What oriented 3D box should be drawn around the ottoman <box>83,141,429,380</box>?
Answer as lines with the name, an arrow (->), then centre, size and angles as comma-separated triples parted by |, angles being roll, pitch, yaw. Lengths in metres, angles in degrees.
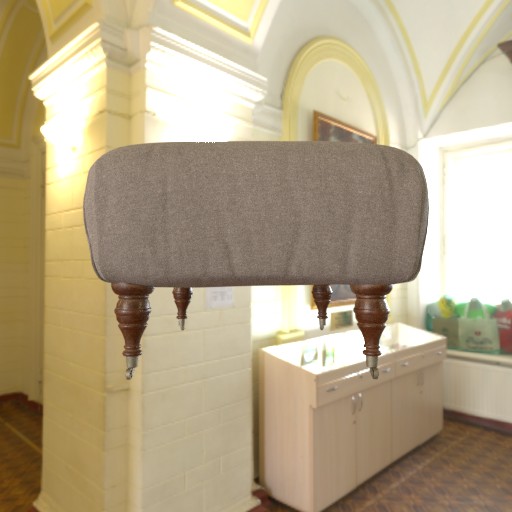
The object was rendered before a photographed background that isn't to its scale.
ottoman -> 0.000, 0.000, 1.094 | 0.622, 0.450, 0.747 | 0, -1, 0
